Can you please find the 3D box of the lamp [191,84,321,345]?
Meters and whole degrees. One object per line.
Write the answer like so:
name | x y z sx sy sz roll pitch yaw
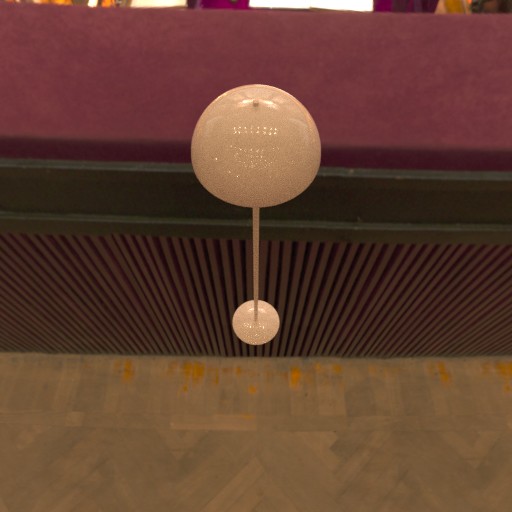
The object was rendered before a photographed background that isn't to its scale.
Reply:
lamp | 0.000 0.000 1.631 0.328 1.480 0.328 2 63 1
